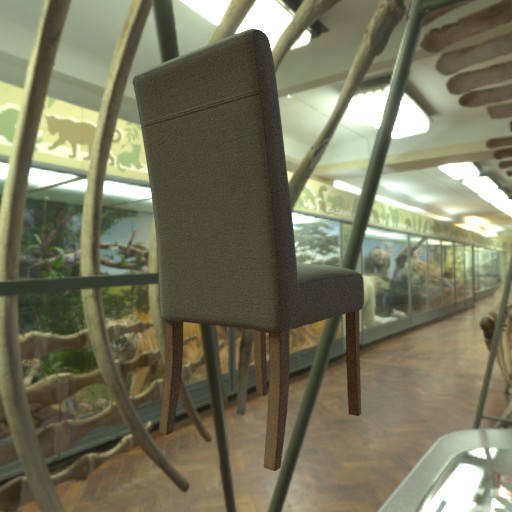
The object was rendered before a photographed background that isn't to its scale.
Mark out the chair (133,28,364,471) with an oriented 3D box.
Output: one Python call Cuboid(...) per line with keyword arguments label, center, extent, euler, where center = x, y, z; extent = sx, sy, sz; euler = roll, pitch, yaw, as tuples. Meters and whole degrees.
Cuboid(label="chair", center=(0.000, 0.000, 1.347), extent=(0.450, 1.033, 0.611), euler=(-1, -2, 37))
